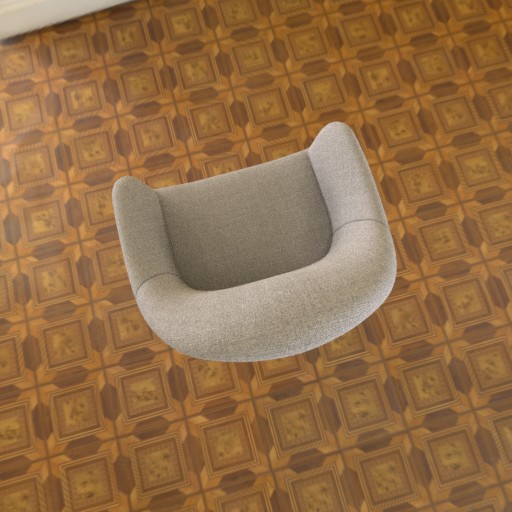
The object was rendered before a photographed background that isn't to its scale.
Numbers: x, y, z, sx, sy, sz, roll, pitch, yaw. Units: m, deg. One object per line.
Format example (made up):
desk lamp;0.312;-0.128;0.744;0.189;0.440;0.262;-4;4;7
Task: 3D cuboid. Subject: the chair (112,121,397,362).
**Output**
chair;0.000;0.000;1.196;0.590;0.795;0.550;-16;77;-4
